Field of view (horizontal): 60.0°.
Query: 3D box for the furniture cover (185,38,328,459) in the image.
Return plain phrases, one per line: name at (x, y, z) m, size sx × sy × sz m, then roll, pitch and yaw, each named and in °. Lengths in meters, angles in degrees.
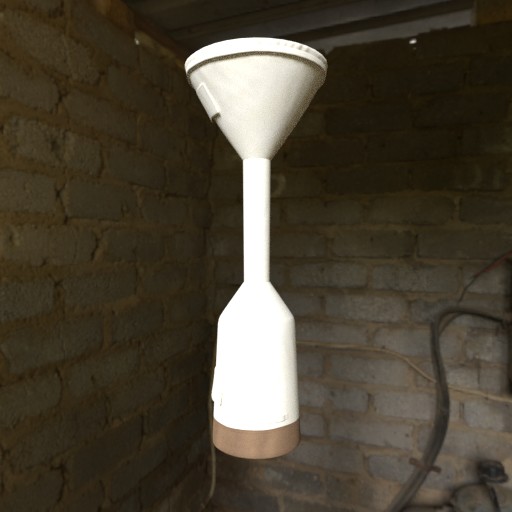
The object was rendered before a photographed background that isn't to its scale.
furniture cover at (0.000, 0.000, 2.897) m, size 0.914 × 2.413 × 0.914 m, roll 0°, pitch 1°, yaw -18°
